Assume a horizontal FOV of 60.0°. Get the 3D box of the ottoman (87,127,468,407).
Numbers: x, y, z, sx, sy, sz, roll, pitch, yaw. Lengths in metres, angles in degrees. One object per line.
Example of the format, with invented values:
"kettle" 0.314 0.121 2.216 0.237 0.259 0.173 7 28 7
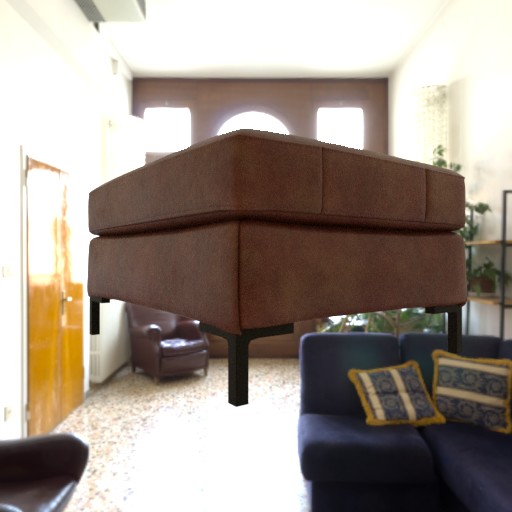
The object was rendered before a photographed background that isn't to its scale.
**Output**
"ottoman" 0.000 0.000 1.710 0.965 0.667 1.186 0 0 -36
